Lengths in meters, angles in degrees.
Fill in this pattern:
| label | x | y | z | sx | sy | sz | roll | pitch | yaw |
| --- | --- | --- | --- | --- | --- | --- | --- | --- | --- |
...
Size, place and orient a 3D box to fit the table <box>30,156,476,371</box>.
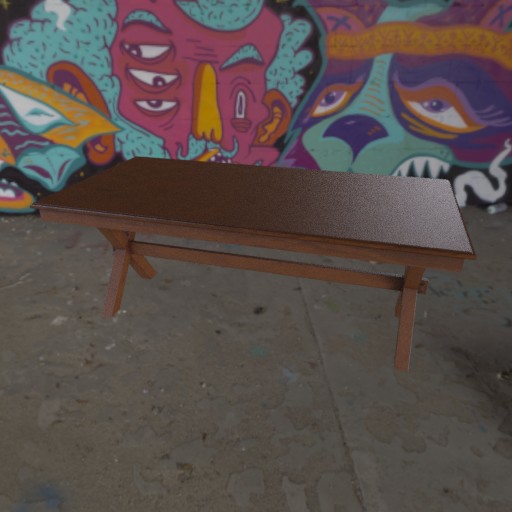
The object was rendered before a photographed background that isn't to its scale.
| label | x | y | z | sx | sy | sz | roll | pitch | yaw |
| --- | --- | --- | --- | --- | --- | --- | --- | --- | --- |
| table | 0.000 | 0.000 | 1.492 | 1.197 | 0.459 | 0.594 | 7 | 27 | 15 |
